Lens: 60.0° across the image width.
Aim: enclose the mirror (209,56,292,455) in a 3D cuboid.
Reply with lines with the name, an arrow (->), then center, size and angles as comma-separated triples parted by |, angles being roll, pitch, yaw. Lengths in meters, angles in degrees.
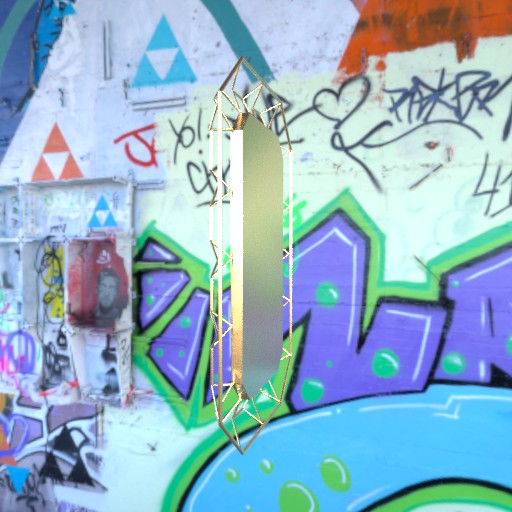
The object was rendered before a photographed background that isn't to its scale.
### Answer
mirror -> 0.000, 0.000, 1.124 | 0.051, 0.870, 0.572 | 1, 2, 18
